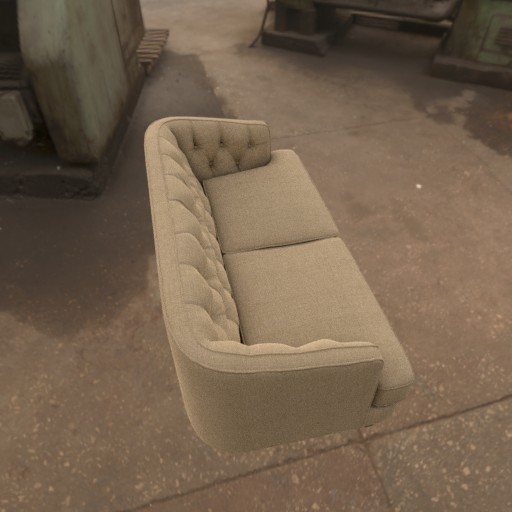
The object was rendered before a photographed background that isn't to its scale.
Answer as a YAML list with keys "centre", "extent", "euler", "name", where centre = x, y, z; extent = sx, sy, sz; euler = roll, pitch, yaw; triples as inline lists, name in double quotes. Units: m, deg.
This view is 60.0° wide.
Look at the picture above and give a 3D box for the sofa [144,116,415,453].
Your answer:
- centre: [0.000, 0.000, 2.270]
  extent: [0.941, 0.855, 1.733]
  euler: [-10, 47, -9]
  name: "sofa"
